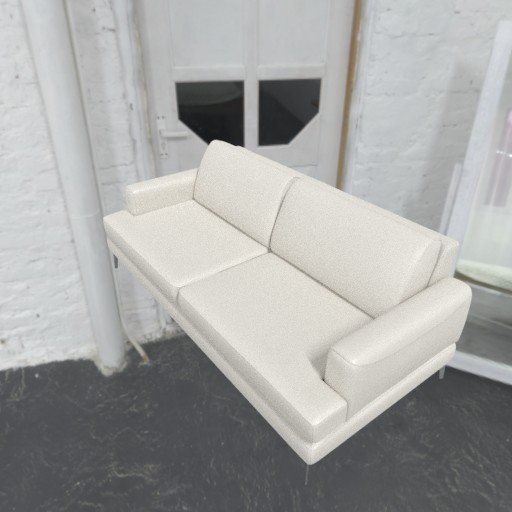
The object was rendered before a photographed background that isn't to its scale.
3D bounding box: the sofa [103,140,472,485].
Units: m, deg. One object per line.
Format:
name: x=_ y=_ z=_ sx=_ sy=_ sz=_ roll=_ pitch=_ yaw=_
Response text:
sofa: x=0.000 y=0.000 z=2.350 sx=0.974 sy=0.765 sz=1.940 roll=-22 pitch=38 yaw=-31
